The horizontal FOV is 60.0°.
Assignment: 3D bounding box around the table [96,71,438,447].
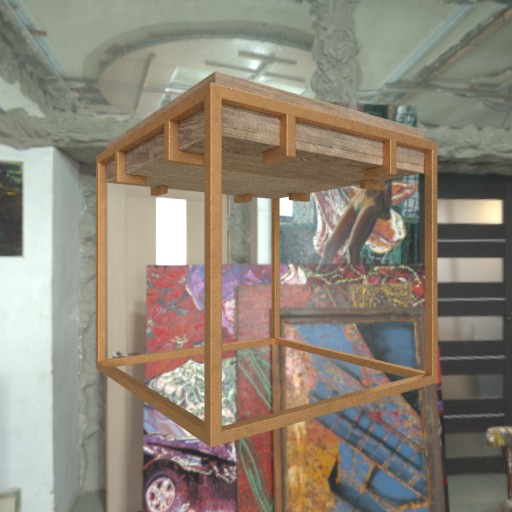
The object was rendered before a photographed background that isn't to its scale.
[{"bbox_3d":[0.000,0.000,1.089,0.599,0.584,0.599,0,0,-36],"label":"table"}]
